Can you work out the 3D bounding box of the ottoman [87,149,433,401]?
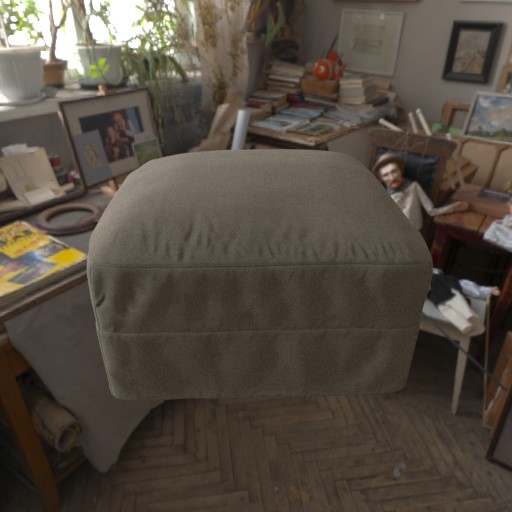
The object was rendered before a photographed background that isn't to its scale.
[{"bbox_3d":[0.000,0.000,1.122,0.712,0.480,0.584,-1,30,-2],"label":"ottoman"}]
